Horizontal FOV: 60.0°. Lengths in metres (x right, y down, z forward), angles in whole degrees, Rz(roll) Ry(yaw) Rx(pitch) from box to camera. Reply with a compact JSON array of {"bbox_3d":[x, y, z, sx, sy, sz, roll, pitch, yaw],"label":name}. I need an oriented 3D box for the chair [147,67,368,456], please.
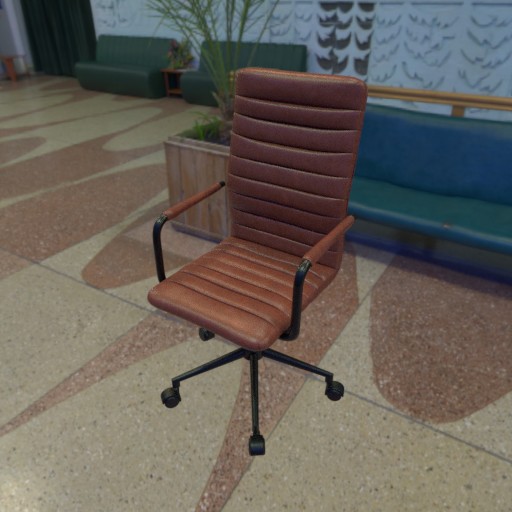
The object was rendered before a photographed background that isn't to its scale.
[{"bbox_3d":[0.000,0.000,1.321,0.608,0.979,0.580,18,35,29],"label":"chair"}]
